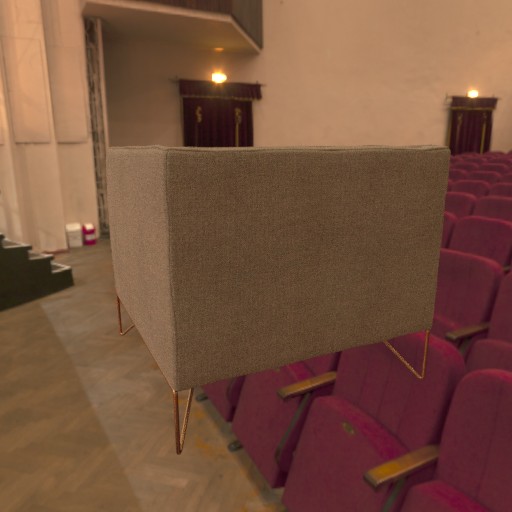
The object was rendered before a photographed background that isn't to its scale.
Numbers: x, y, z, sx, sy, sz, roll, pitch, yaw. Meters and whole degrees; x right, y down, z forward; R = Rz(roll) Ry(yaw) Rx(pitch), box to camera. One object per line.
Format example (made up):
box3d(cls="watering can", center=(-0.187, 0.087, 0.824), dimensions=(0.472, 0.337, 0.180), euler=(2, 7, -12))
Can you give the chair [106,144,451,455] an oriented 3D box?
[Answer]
box3d(cls="chair", center=(0.000, 0.000, 1.637), dimensions=(0.920, 0.799, 0.912), euler=(-7, 16, -25))
